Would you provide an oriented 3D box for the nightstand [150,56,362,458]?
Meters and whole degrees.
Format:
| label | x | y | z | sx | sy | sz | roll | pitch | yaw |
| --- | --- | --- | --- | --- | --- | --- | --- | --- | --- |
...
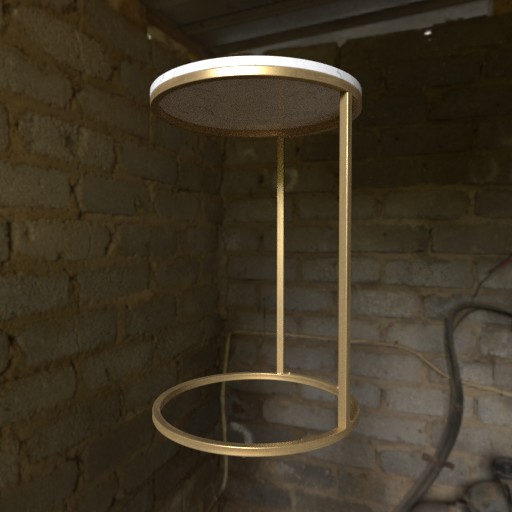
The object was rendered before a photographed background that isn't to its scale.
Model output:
| label | x | y | z | sx | sy | sz | roll | pitch | yaw |
| --- | --- | --- | --- | --- | --- | --- | --- | --- | --- |
| nightstand | 0.000 | 0.000 | 0.870 | 0.400 | 0.610 | 0.400 | -1 | 2 | -17 |
